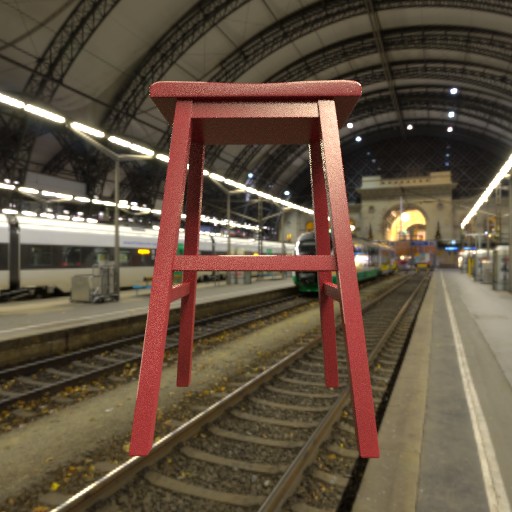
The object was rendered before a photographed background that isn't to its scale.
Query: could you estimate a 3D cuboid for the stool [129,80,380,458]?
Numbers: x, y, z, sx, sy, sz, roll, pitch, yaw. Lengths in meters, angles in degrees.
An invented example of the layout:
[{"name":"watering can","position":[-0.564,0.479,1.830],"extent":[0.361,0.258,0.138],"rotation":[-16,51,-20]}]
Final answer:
[{"name":"stool","position":[0.000,0.000,1.047],"extent":[0.457,0.737,0.476],"rotation":[0,0,1]}]
